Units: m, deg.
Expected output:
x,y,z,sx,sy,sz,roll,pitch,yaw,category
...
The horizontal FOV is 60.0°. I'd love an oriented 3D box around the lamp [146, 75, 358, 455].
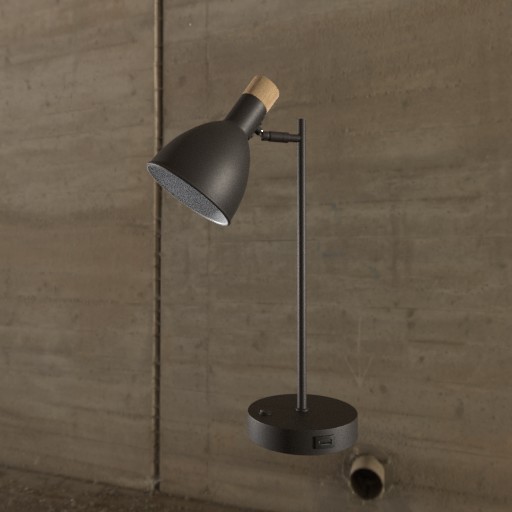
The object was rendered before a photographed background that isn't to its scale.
x,y,z,sx,sy,sz,roll,pitch,yaw,category
0.000,0.000,0.593,0.287,0.483,0.152,0,-1,-16,lamp
